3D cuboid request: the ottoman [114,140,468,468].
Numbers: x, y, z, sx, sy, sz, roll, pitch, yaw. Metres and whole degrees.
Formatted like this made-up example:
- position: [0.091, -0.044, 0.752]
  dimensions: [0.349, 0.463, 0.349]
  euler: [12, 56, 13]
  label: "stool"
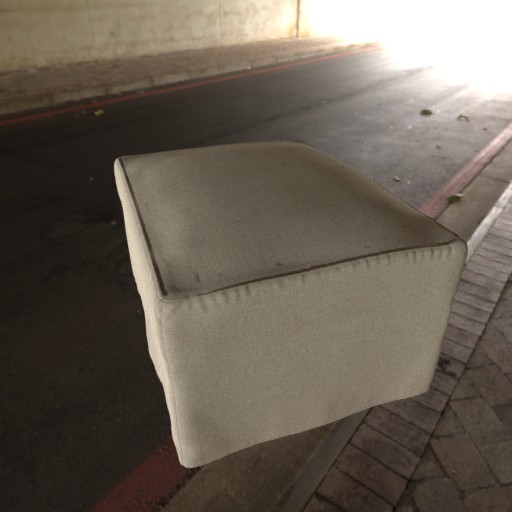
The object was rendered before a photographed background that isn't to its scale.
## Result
- position: [0.000, 0.000, 1.229]
  dimensions: [0.650, 0.485, 0.833]
  euler: [-11, 32, -17]
  label: "ottoman"
